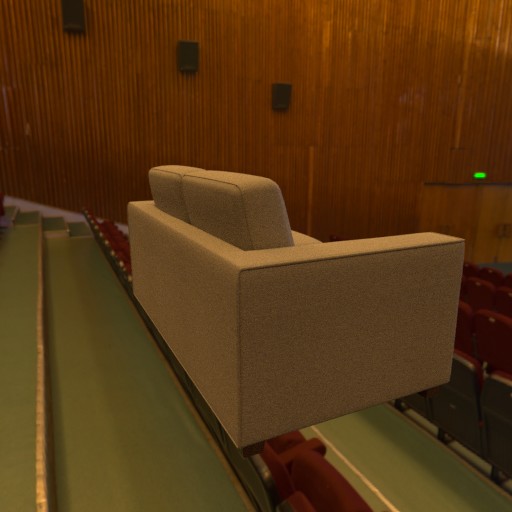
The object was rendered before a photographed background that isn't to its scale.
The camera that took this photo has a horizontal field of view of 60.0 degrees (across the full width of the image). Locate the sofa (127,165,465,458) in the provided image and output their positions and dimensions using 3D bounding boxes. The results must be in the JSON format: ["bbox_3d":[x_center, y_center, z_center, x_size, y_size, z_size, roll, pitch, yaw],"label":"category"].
[{"bbox_3d":[0.000,0.000,2.371,1.007,0.924,1.812,-7,15,-25],"label":"sofa"}]
